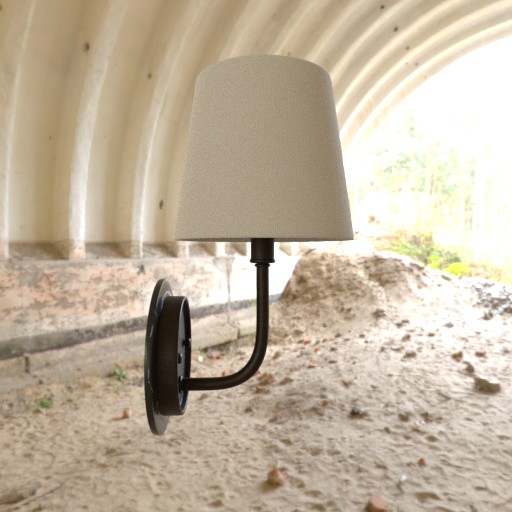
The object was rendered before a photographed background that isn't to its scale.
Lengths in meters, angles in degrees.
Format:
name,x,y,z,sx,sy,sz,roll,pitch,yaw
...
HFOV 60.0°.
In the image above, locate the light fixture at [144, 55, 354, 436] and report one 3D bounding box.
name,x,y,z,sx,sy,sz,roll,pitch,yaw
light fixture,0.000,0.000,0.432,0.188,0.337,0.168,0,0,-2
